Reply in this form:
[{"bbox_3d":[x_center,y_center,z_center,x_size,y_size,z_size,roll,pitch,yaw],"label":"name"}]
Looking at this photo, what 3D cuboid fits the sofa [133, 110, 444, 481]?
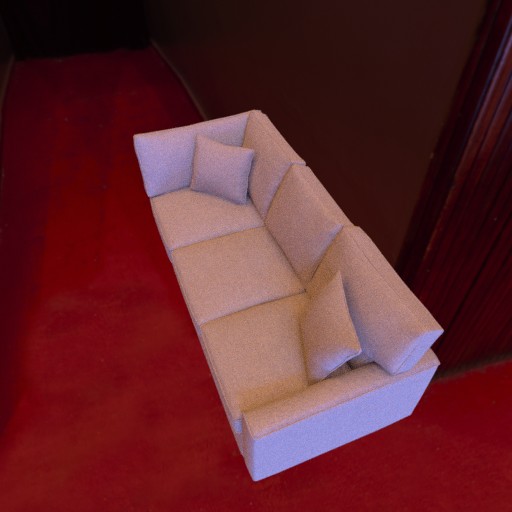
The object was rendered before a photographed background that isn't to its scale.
[{"bbox_3d":[0.000,0.000,2.887,1.061,0.962,2.317,-16,48,-15],"label":"sofa"}]
